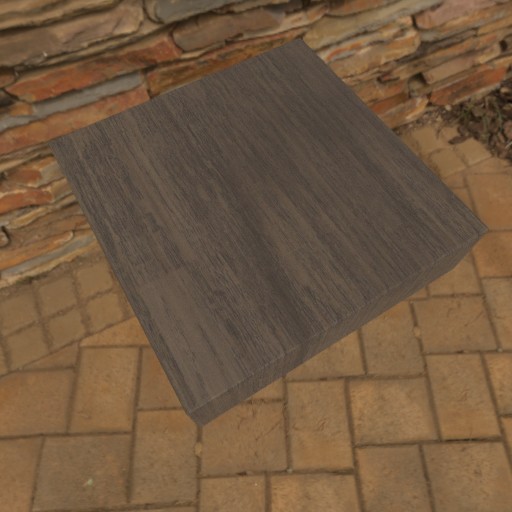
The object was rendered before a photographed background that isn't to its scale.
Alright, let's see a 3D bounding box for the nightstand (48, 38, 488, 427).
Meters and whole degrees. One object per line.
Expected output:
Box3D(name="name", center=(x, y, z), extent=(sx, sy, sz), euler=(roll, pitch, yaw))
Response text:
Box3D(name="nightstand", center=(0.000, 0.000, 0.912), extent=(0.503, 0.497, 0.502), euler=(-28, 66, -14))
